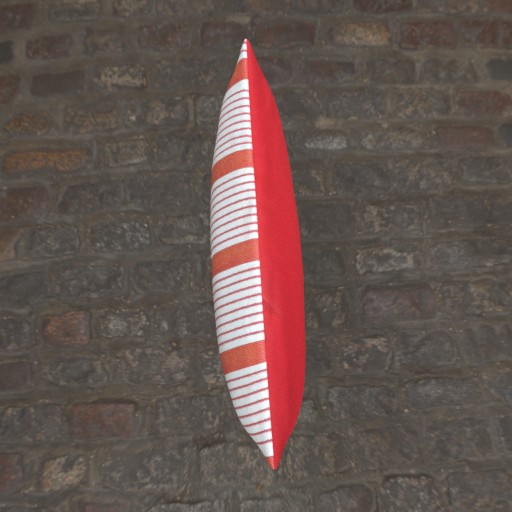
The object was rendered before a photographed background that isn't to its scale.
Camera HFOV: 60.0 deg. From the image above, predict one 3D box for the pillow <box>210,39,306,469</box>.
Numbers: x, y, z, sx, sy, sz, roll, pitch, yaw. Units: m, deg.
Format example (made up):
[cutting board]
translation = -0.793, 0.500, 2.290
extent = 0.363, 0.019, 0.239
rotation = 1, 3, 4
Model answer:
[pillow]
translation = 0.000, 0.000, 0.743
extent = 0.151, 0.297, 0.608
rotation = -3, 76, -1
